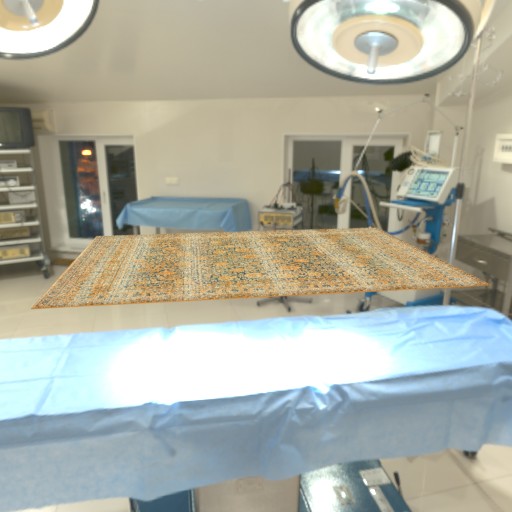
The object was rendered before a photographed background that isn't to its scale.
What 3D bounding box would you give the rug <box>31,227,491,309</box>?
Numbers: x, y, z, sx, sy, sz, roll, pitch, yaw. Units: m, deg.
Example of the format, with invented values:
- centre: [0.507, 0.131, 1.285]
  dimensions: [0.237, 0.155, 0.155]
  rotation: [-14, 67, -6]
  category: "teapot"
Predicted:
- centre: [0.000, 0.000, 2.950]
  dimensions: [2.336, 0.007, 1.525]
  rotation: [-2, 16, -8]
  category: "rug"
